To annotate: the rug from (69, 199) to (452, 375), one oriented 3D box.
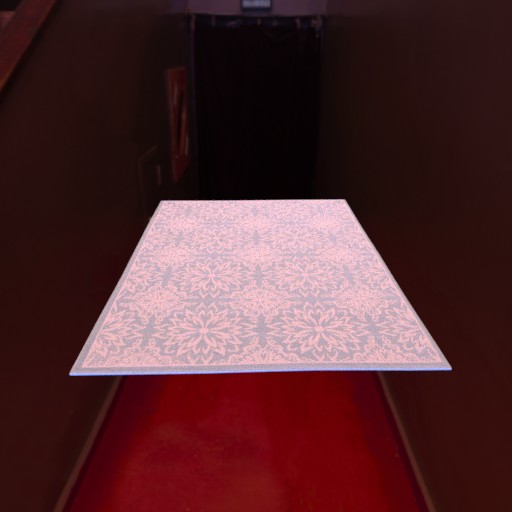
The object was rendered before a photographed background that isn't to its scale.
[{"bbox_3d":[0.000,0.000,2.826,1.589,0.014,2.205,-1,26,-1],"label":"rug"}]
